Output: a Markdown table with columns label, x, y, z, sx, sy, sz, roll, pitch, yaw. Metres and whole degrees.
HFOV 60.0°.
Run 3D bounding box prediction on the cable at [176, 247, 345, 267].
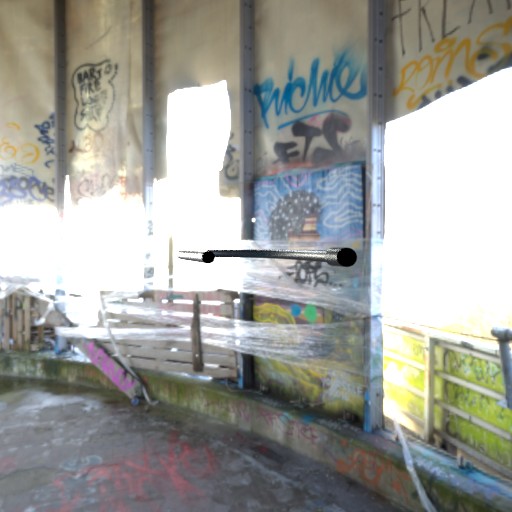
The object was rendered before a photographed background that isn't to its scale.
| label | x | y | z | sx | sy | sz | roll | pitch | yaw |
| --- | --- | --- | --- | --- | --- | --- | --- | --- | --- |
| cable | 0.000 | 0.000 | 0.115 | 0.040 | 0.006 | 0.098 | 0 | 1 | -17 |
